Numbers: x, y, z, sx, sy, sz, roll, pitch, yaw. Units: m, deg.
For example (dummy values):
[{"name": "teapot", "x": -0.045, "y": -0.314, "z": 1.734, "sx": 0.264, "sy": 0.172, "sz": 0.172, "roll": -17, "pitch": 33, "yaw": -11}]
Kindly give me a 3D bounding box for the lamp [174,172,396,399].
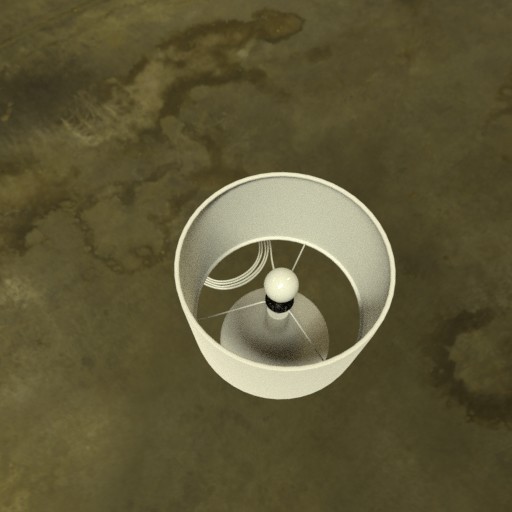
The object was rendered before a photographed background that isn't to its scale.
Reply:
[{"name": "lamp", "x": 0.000, "y": 0.000, "z": 0.871, "sx": 0.401, "sy": 0.457, "sz": 0.546, "roll": 4, "pitch": 63, "yaw": 2}]
